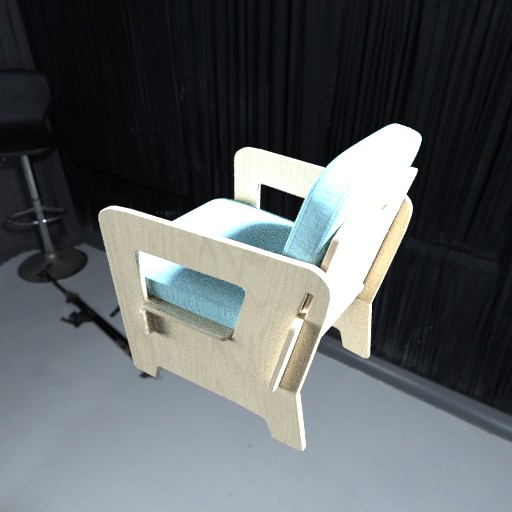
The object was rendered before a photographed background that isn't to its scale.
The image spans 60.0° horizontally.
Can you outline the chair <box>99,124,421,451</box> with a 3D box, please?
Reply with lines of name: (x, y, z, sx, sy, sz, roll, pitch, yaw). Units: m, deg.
chair: (0.000, 0.000, 1.280, 0.710, 0.800, 0.590, 21, 38, 30)
